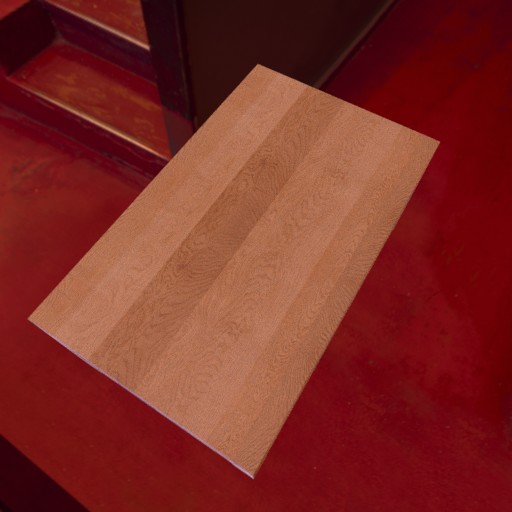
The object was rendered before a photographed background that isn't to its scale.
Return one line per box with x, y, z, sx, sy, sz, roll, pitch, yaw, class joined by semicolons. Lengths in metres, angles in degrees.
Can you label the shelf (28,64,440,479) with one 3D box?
0.000;0.000;1.504;0.700;0.450;1.150;29;66;14;shelf
